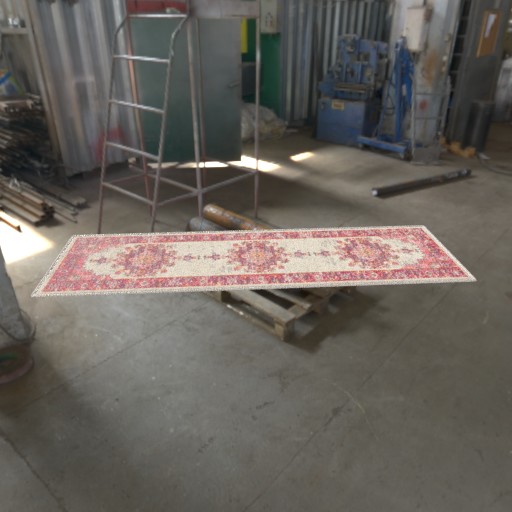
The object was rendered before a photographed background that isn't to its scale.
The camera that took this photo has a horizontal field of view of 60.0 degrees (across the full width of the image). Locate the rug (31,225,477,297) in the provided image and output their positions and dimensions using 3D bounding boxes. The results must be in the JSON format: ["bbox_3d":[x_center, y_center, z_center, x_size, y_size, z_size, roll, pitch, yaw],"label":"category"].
[{"bbox_3d":[0.000,0.000,2.048,1.824,0.009,0.562,-2,28,-3],"label":"rug"}]
